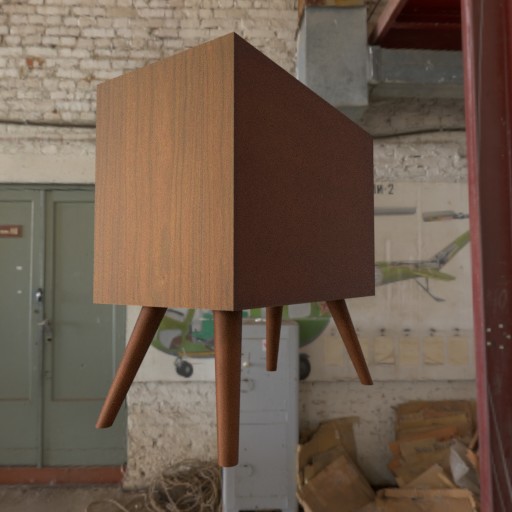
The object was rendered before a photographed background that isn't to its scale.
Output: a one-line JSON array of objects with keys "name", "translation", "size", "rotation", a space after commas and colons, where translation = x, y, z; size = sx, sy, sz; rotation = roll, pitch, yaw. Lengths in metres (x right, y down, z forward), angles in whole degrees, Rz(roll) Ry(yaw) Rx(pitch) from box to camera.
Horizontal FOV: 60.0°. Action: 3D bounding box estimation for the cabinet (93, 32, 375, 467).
[{"name": "cabinet", "translation": [0.000, 0.000, 1.158], "size": [0.388, 0.748, 0.712], "rotation": [-2, -3, 34]}]
